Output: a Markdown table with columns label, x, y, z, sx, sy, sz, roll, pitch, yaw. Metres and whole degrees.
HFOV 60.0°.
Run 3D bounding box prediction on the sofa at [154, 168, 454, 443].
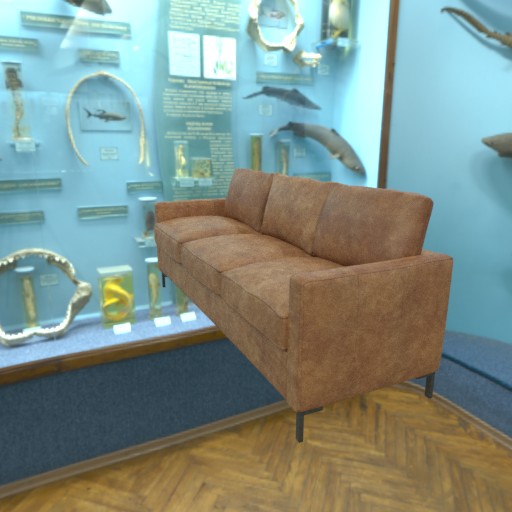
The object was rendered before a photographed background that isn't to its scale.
| label | x | y | z | sx | sy | sz | roll | pitch | yaw |
| --- | --- | --- | --- | --- | --- | --- | --- | --- | --- |
| sofa | 0.000 | 0.000 | 2.470 | 0.748 | 0.863 | 2.029 | -7 | 17 | -25 |
